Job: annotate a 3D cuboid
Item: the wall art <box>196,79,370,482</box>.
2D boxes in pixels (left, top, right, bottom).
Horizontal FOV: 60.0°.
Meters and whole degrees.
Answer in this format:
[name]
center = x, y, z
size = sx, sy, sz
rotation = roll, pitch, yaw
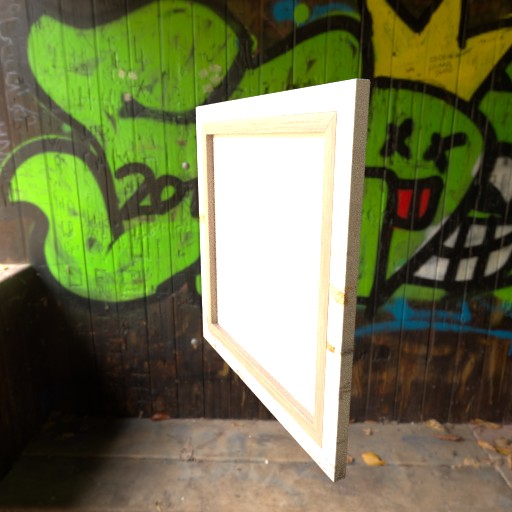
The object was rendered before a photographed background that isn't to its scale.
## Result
[wall art]
center = 0.000, 0.000, 1.508
size = 0.040, 1.018, 1.015
rotation = -7, 17, -26
